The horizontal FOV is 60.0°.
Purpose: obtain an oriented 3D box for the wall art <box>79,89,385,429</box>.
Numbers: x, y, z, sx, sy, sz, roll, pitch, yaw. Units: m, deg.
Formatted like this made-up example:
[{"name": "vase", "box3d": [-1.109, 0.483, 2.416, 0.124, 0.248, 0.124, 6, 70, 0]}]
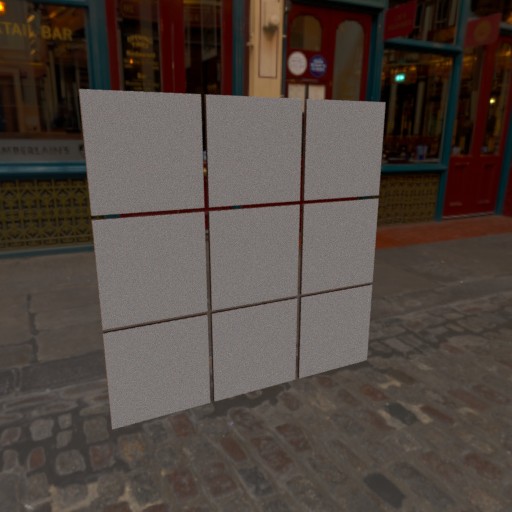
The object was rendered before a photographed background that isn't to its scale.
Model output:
[{"name": "wall art", "box3d": [0.000, 0.000, 1.839, 1.256, 1.246, 0.017, -7, 17, -25]}]
